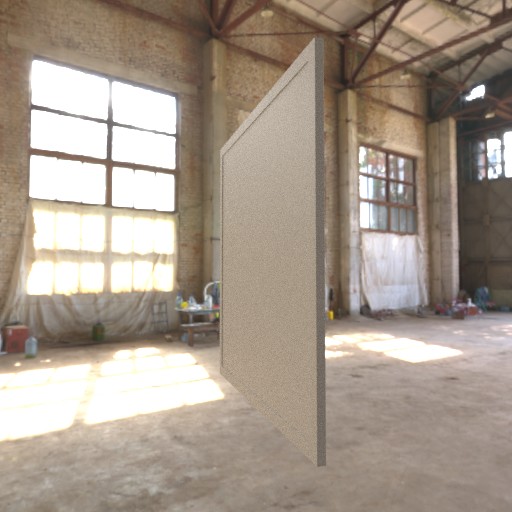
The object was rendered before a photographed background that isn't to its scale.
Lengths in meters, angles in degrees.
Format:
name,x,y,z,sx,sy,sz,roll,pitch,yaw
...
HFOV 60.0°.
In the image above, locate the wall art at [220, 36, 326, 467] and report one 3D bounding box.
name,x,y,z,sx,sy,sz,roll,pitch,yaw
wall art,0.000,0.000,0.996,0.015,0.660,0.660,1,-2,-17
